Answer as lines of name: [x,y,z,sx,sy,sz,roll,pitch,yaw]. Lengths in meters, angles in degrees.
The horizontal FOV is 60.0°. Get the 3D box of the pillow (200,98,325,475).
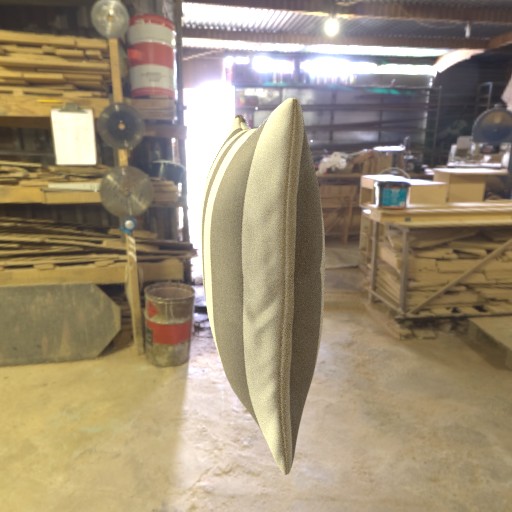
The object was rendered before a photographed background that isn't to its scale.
pillow: [0.000,0.000,0.800,0.192,0.507,0.522,-2,16,-9]
